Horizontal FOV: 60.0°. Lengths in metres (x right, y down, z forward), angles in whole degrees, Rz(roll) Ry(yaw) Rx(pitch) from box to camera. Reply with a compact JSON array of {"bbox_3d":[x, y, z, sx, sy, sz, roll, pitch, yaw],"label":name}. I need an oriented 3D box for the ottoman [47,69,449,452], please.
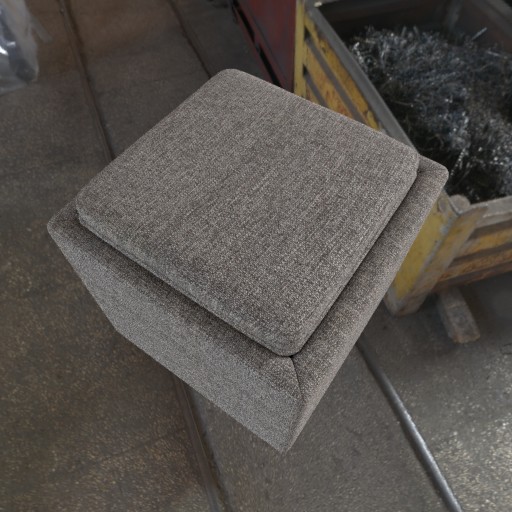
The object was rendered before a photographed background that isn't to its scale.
[{"bbox_3d":[0.000,0.000,0.815,0.450,0.460,0.450,31,63,18],"label":"ottoman"}]
